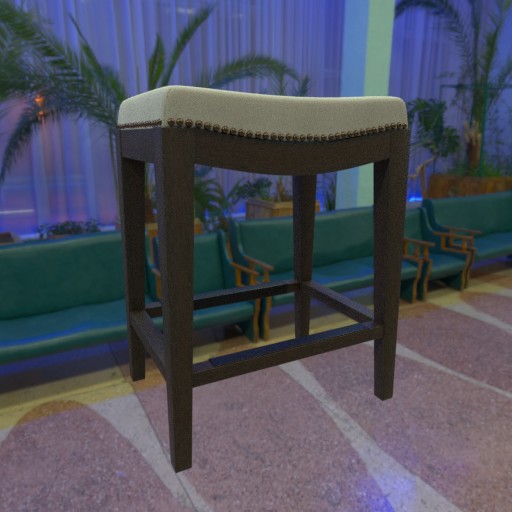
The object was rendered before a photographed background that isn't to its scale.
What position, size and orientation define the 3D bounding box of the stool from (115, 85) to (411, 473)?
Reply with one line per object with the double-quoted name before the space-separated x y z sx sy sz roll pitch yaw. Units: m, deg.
"stool" 0.000 0.000 0.948 0.500 0.642 0.361 -8 17 -26
